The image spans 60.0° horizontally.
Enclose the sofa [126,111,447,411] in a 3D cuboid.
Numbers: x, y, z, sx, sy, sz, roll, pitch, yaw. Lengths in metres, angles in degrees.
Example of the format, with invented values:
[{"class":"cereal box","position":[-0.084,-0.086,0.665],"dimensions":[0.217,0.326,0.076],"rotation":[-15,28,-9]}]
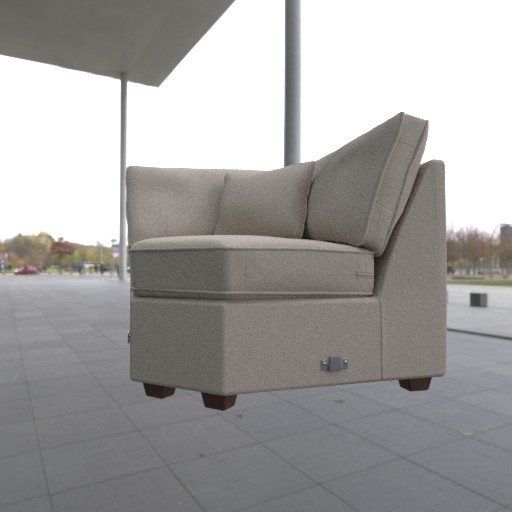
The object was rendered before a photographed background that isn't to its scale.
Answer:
[{"class":"sofa","position":[0.000,0.000,1.814],"dimensions":[1.050,0.937,1.042],"rotation":[0,-1,-15]}]
